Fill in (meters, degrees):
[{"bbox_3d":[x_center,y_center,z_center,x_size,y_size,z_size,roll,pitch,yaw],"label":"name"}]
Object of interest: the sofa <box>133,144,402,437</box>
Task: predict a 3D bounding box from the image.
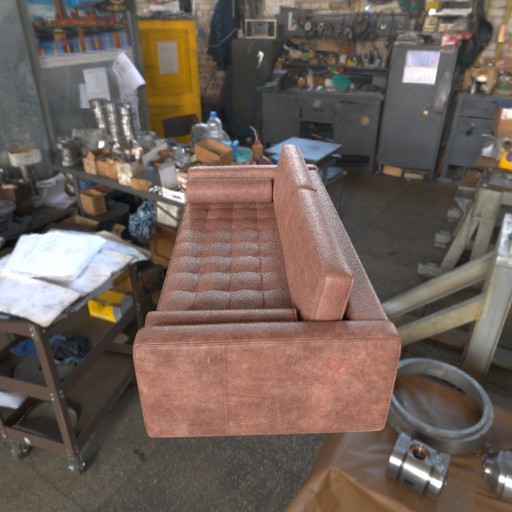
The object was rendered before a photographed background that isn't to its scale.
[{"bbox_3d":[0.000,0.000,2.319,0.910,0.760,1.870,-1,29,-2],"label":"sofa"}]
